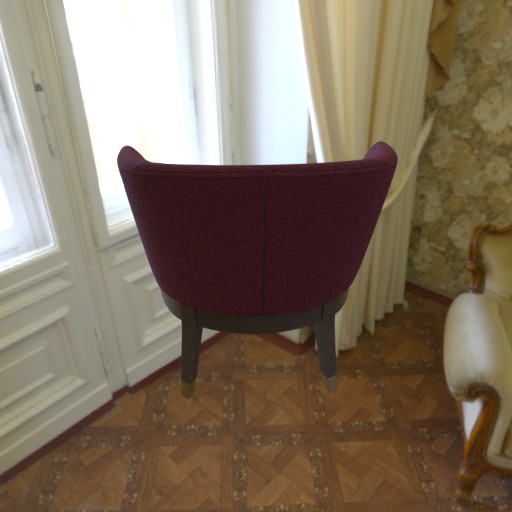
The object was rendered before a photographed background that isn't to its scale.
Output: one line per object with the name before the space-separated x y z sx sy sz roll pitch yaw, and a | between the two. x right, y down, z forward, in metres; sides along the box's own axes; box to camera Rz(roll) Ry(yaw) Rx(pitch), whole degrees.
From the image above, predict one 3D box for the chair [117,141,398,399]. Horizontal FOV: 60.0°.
chair | 0.000 0.000 1.326 0.700 0.760 0.660 -2 30 -3
